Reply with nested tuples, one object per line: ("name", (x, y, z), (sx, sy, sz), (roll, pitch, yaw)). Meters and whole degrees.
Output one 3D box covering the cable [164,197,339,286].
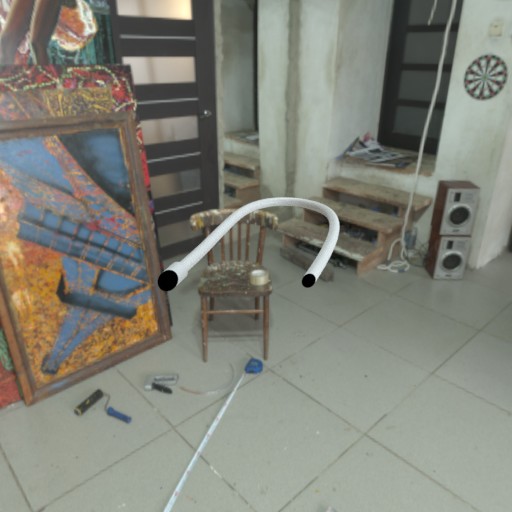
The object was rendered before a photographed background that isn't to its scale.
("cable", (0.000, 0.000, 0.112), (0.040, 0.006, 0.098), (8, 25, 16))
